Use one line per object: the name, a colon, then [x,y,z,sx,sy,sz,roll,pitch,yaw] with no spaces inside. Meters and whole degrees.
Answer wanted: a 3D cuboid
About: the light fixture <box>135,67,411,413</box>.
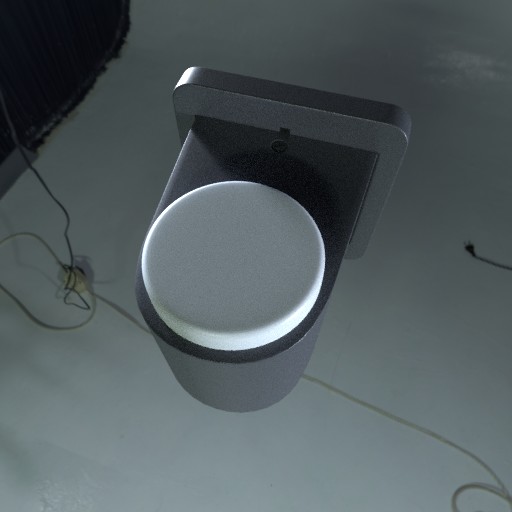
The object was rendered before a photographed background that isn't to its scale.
light fixture: [0.000,0.000,0.213,0.109,0.109,0.132,14,60,9]
